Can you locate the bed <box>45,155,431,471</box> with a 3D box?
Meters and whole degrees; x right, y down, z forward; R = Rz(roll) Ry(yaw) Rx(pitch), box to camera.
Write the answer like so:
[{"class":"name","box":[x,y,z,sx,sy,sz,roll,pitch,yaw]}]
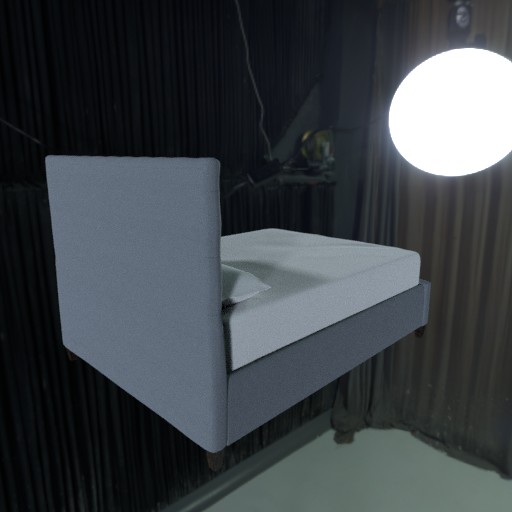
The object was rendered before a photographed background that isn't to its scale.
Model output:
[{"class":"bed","box":[0.000,0.000,3.209,1.698,1.427,2.231,13,18,43]}]
